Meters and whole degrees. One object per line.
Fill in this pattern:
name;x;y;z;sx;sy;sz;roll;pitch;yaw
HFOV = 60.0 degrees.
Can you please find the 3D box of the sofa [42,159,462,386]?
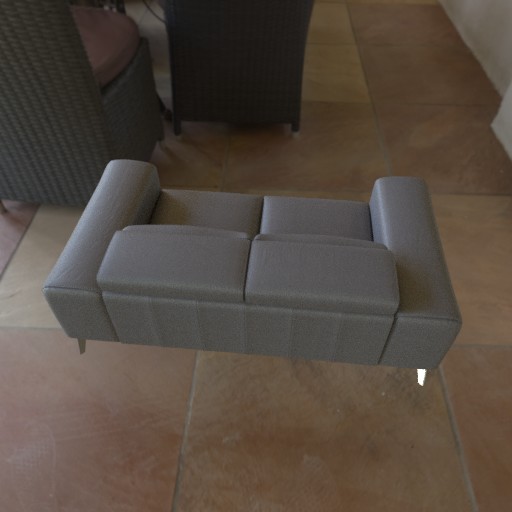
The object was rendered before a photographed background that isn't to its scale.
sofa;0.000;0.000;2.461;1.930;0.753;1.024;4;48;4
